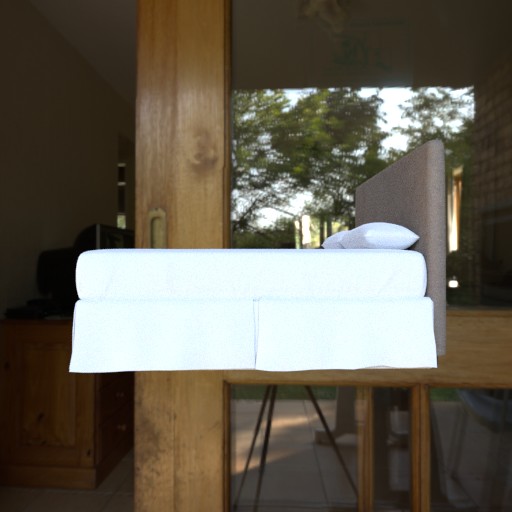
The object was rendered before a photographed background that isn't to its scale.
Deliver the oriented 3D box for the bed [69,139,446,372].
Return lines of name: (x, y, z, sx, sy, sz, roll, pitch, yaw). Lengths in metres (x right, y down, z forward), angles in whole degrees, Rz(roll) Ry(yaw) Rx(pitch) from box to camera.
bed: (0.000, 0.000, 3.271, 2.142, 1.330, 1.723, 0, -1, -2)
